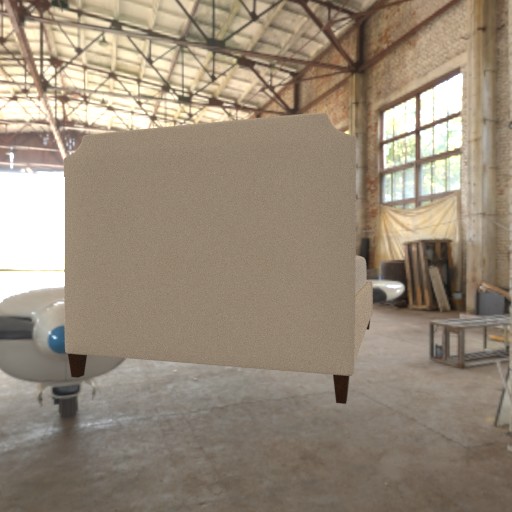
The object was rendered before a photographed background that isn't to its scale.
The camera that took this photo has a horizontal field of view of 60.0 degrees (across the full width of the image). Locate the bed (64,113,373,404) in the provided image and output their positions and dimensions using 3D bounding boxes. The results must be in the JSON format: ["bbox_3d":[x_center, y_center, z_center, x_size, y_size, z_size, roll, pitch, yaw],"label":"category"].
[{"bbox_3d":[0.000,0.000,3.488,1.712,1.443,2.365,0,0,17],"label":"bed"}]
